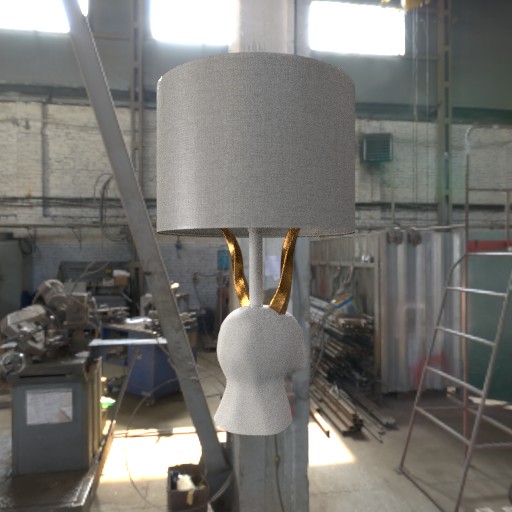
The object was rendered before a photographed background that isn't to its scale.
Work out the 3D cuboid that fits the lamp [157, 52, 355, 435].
[{"bbox_3d":[0.000,0.000,0.683,0.298,0.503,0.298,0,0,36],"label":"lamp"}]
